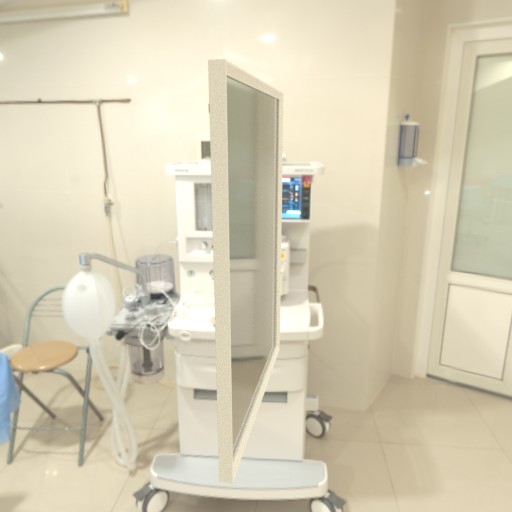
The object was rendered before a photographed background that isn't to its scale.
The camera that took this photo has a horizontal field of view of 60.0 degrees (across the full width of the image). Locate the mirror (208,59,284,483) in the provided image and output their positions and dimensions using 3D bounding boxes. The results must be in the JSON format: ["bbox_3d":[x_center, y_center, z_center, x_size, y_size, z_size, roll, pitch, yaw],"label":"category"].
[{"bbox_3d":[0.000,0.000,1.375,0.041,1.016,0.762,3,16,12],"label":"mirror"}]
